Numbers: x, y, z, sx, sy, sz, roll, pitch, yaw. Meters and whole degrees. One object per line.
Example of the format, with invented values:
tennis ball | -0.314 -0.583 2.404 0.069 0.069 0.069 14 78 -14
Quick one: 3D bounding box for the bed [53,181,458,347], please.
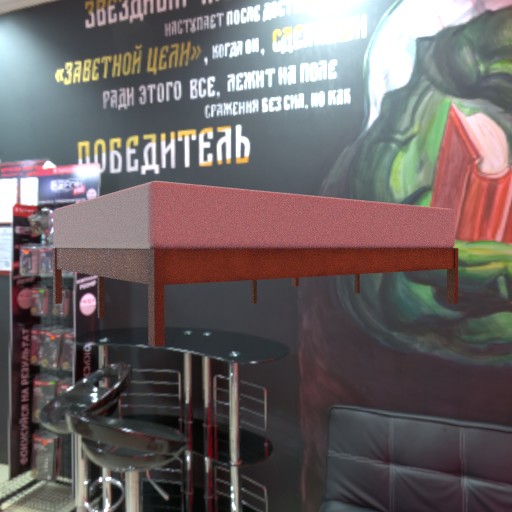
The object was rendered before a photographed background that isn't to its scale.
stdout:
bed | 0.000 0.000 2.782 2.050 0.593 1.529 -1 1 -37
